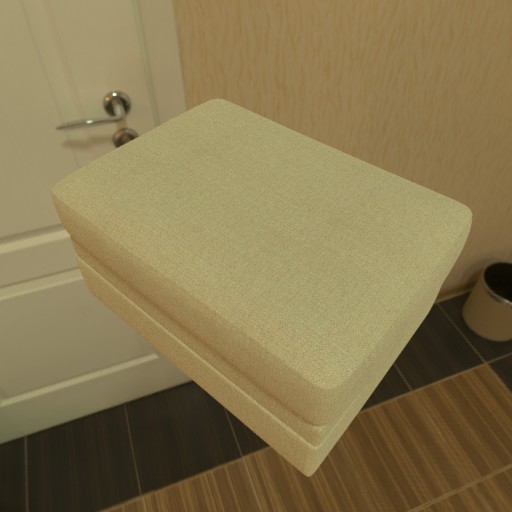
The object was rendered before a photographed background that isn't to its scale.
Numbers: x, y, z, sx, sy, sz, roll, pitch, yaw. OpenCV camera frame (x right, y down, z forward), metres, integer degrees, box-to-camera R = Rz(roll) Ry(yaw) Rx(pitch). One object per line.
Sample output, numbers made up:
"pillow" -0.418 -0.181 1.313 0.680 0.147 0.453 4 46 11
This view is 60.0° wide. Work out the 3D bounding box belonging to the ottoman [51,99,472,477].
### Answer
"ottoman" 0.000 0.000 1.208 0.885 0.478 0.637 32 54 26
